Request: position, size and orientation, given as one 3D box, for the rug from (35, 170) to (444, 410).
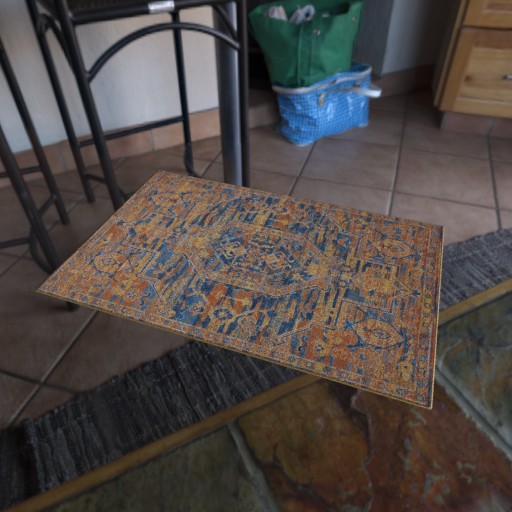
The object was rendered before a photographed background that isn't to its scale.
[{"bbox_3d":[0.000,0.000,2.222,1.758,0.013,1.148,13,43,15],"label":"rug"}]
